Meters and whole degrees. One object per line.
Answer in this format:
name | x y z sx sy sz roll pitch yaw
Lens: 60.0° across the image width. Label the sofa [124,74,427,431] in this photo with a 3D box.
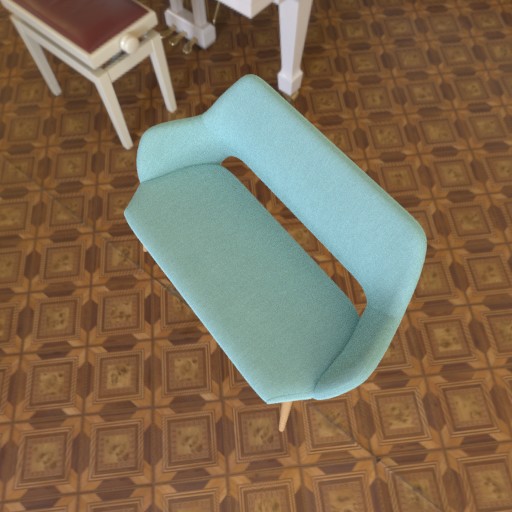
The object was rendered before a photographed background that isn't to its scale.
sofa | 0.000 0.000 1.648 0.610 0.840 1.150 -35 69 -16
